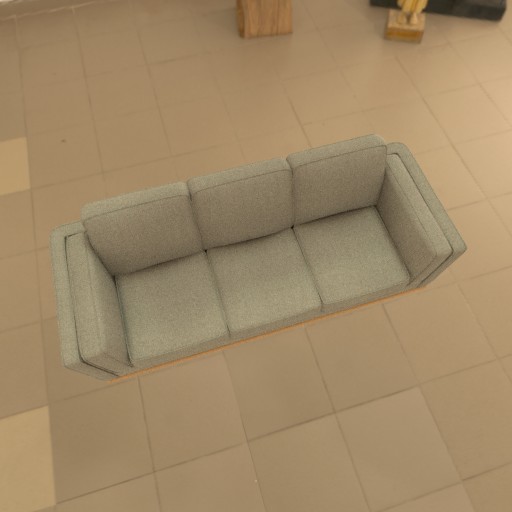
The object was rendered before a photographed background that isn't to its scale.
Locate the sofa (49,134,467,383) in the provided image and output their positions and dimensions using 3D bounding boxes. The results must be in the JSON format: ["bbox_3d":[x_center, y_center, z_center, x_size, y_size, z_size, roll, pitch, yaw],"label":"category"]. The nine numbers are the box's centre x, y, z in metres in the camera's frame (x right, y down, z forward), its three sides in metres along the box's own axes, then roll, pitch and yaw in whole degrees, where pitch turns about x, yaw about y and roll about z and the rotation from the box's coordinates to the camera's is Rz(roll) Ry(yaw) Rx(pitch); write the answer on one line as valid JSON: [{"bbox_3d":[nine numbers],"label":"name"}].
[{"bbox_3d":[0.000,0.000,2.828,2.362,0.899,0.903,-15,64,-8],"label":"sofa"}]
